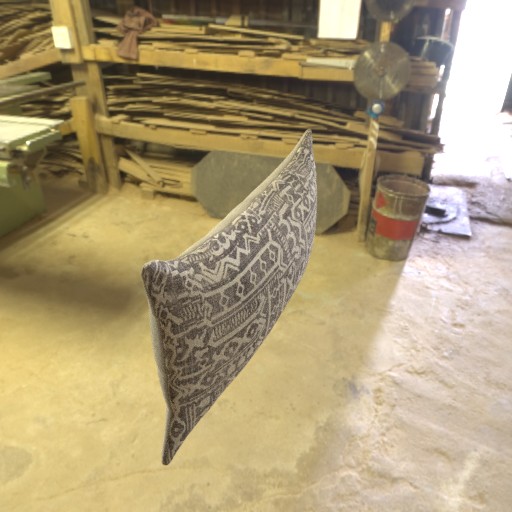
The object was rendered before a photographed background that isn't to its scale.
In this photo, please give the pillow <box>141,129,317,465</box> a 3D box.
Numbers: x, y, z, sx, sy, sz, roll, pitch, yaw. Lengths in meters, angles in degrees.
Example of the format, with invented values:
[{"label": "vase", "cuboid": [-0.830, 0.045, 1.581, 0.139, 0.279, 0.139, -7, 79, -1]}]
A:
[{"label": "pillow", "cuboid": [0.000, 0.000, 0.751, 0.148, 0.290, 0.631, 11, 31, 19]}]
